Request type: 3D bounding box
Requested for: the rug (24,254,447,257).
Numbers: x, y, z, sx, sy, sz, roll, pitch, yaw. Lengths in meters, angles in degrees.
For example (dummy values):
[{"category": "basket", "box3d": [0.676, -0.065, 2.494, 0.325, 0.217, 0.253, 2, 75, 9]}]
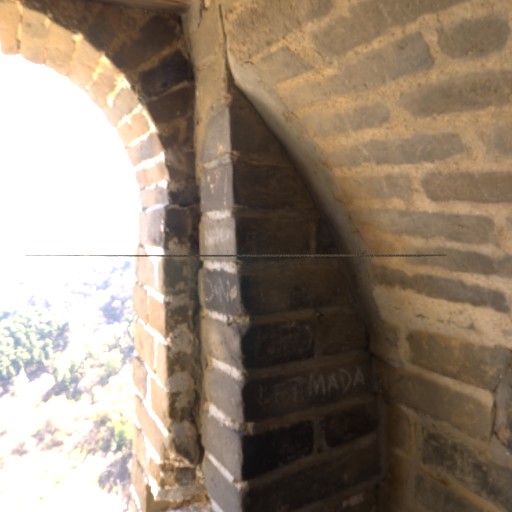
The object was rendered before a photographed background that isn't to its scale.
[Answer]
[{"category": "rug", "box3d": [0.000, 0.000, 4.164, 3.045, 0.008, 2.421, 0, 0, 17]}]
